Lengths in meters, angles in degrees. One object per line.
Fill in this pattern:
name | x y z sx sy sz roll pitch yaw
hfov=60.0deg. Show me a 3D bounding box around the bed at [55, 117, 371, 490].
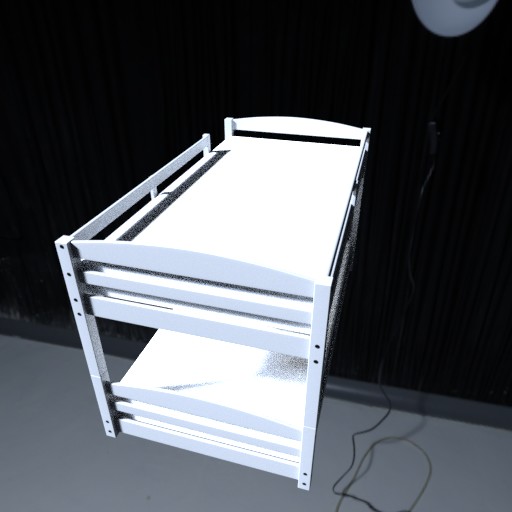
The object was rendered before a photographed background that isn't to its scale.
bed | 0.000 0.000 2.710 1.105 1.206 2.013 9 32 14
